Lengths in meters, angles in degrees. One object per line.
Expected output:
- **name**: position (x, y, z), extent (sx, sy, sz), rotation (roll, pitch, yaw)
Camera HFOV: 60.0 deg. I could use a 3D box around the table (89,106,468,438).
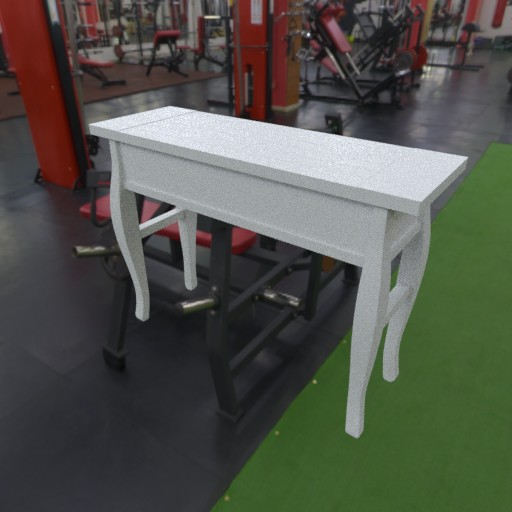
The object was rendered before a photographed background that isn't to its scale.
- **table**: position (0.000, 0.000, 1.452), extent (1.062, 0.768, 0.373), rotation (20, 35, 31)
